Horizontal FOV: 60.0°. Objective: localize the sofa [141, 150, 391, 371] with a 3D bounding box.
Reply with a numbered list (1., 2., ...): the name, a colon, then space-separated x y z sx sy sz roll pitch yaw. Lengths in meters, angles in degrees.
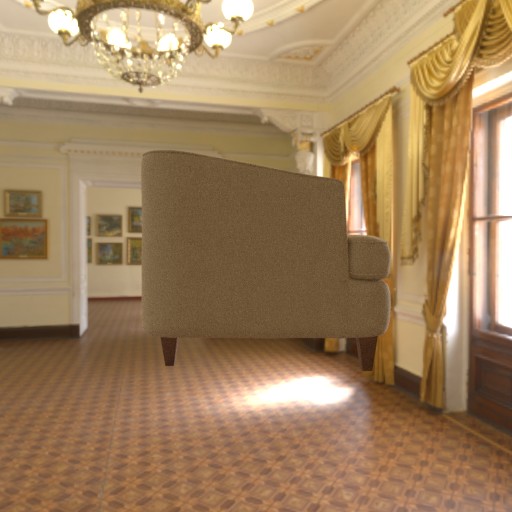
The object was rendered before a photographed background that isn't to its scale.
1. sofa: 0.000 0.000 2.612 0.913 0.788 2.235 0 1 -1
